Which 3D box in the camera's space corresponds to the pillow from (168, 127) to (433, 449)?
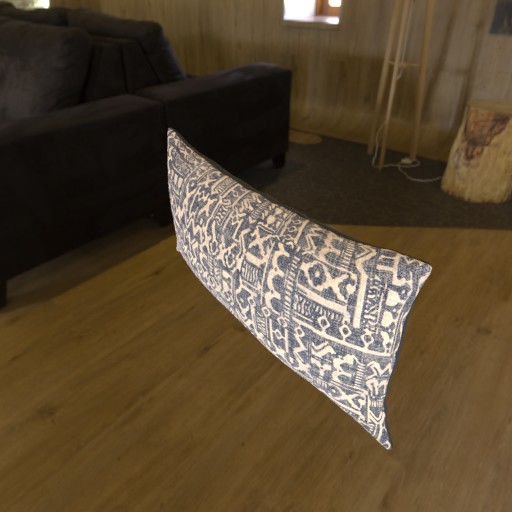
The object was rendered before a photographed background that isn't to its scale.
[{"bbox_3d":[0.000,0.000,0.735,0.148,0.292,0.631,-20,37,-29],"label":"pillow"}]
